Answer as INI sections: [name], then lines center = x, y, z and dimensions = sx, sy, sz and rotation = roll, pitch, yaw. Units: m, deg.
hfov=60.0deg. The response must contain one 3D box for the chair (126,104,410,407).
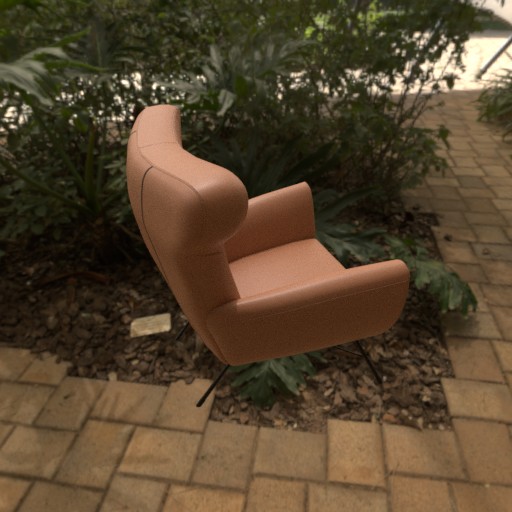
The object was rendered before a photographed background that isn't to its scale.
[chair]
center = 0.000, 0.000, 1.783
dimensions = 0.900, 1.050, 0.980
rotation = -11, 33, -17
